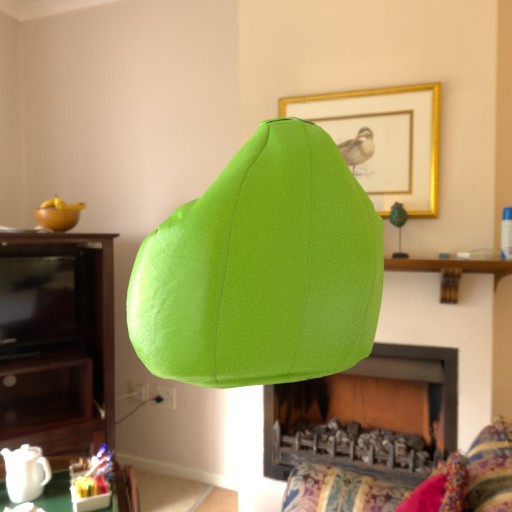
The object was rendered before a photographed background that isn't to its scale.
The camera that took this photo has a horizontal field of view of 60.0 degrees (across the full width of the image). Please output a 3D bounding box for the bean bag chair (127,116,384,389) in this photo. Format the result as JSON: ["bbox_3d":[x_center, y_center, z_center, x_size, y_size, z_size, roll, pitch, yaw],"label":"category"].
[{"bbox_3d":[0.000,0.000,1.909,1.070,0.990,1.070,-1,2,-19],"label":"bean bag chair"}]
